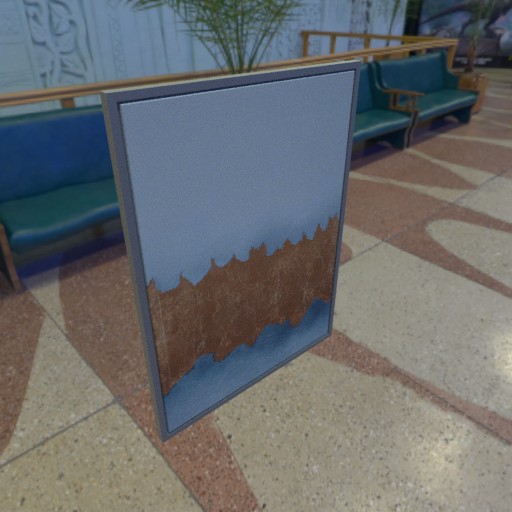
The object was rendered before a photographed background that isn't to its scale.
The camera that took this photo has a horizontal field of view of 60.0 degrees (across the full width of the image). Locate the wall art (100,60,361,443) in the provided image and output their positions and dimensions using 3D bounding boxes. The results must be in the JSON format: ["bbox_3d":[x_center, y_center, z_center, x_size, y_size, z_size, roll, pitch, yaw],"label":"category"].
[{"bbox_3d":[0.000,0.000,1.353,0.789,1.042,0.034,-23,37,-34],"label":"wall art"}]
